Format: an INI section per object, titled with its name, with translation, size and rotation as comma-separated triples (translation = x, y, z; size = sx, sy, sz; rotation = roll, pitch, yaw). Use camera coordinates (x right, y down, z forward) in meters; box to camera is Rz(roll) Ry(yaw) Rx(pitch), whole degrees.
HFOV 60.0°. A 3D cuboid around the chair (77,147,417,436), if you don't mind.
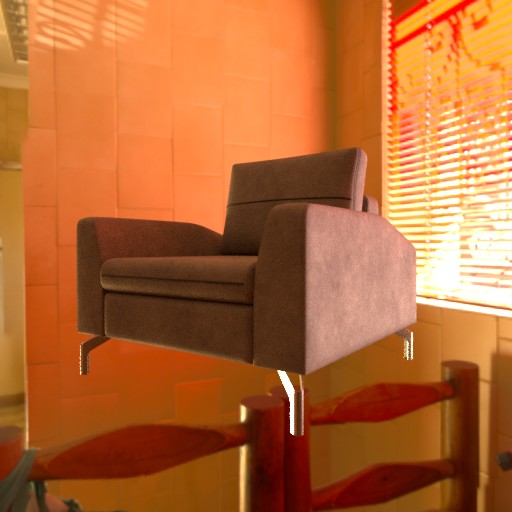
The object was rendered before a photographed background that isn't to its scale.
[chair]
translation = 0.000, 0.000, 1.600
size = 0.900, 0.800, 0.900
rotation = 1, 1, 36
